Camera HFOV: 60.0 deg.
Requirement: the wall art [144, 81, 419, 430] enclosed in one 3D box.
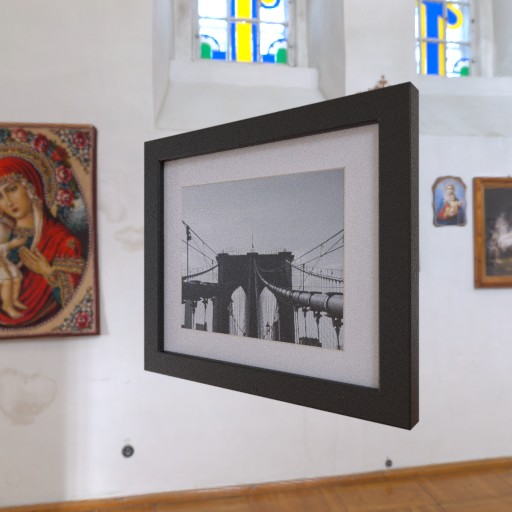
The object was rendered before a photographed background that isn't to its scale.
[{"bbox_3d":[0.000,0.000,0.541,0.380,0.330,0.028,0,0,36],"label":"wall art"}]
